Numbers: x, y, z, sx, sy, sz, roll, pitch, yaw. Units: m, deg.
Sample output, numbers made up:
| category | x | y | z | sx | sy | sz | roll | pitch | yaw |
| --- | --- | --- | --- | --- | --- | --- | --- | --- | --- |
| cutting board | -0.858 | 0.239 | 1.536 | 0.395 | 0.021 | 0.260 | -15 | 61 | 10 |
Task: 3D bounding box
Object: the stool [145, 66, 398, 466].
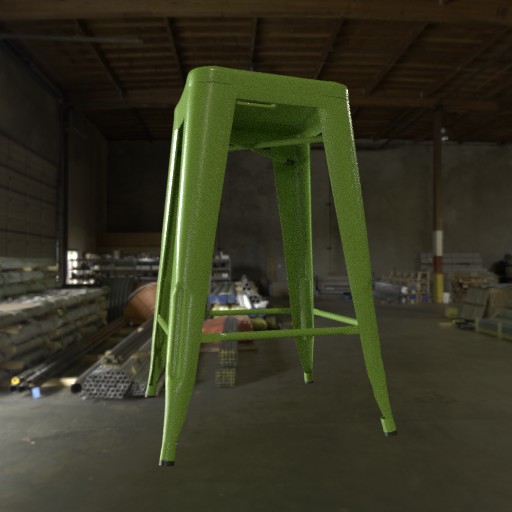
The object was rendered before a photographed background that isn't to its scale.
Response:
| category | x | y | z | sx | sy | sz | roll | pitch | yaw |
| --- | --- | --- | --- | --- | --- | --- | --- | --- | --- |
| stool | 0.000 | 0.000 | 0.859 | 0.398 | 0.609 | 0.358 | 0 | -1 | -17 |
